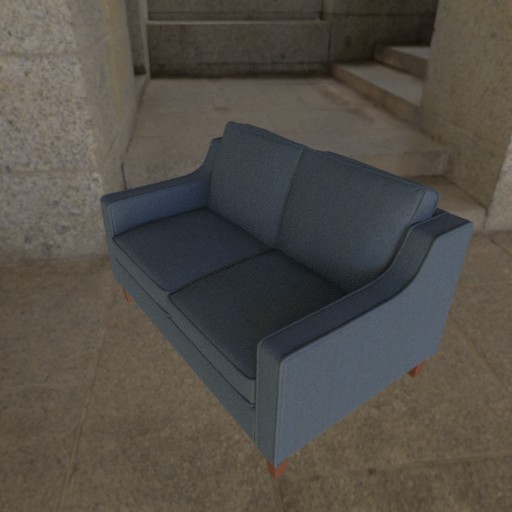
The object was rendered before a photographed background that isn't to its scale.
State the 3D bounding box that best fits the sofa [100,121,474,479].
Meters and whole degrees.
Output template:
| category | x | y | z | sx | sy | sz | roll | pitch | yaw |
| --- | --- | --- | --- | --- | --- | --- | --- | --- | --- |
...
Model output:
| category | x | y | z | sx | sy | sz | roll | pitch | yaw |
| --- | --- | --- | --- | --- | --- | --- | --- | --- | --- |
| sofa | 0.000 | 0.000 | 2.131 | 0.987 | 0.971 | 1.501 | -21 | 37 | -31 |
